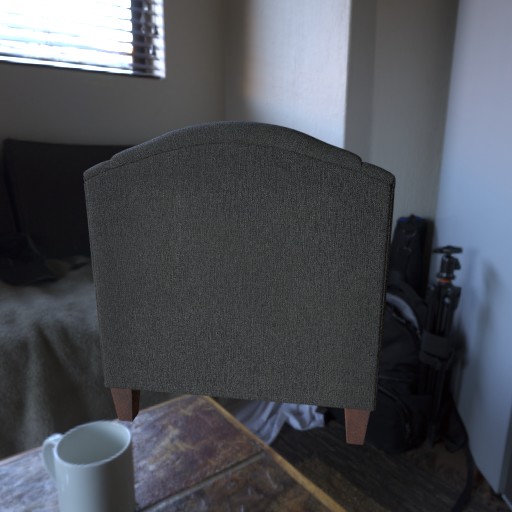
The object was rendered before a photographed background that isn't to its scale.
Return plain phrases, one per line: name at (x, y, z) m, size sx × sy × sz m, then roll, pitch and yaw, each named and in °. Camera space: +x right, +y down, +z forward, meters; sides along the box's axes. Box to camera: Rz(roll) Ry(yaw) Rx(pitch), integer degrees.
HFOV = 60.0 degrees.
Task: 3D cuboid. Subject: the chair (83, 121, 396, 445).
chair at (0.000, 0.000, 1.480) m, size 0.763 × 0.839 × 0.787 m, roll 2°, pitch 15°, yaw 9°
